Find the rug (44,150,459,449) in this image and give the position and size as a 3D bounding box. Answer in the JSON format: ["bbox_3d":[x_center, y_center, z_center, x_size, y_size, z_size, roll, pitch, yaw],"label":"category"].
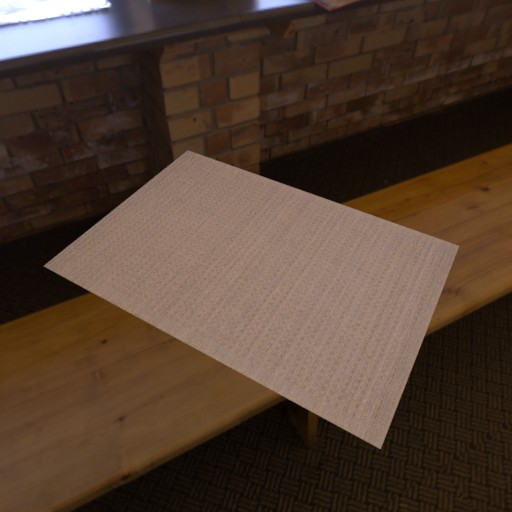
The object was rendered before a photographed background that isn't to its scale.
[{"bbox_3d":[0.000,0.000,3.736,2.895,0.006,1.981,23,51,21],"label":"rug"}]
